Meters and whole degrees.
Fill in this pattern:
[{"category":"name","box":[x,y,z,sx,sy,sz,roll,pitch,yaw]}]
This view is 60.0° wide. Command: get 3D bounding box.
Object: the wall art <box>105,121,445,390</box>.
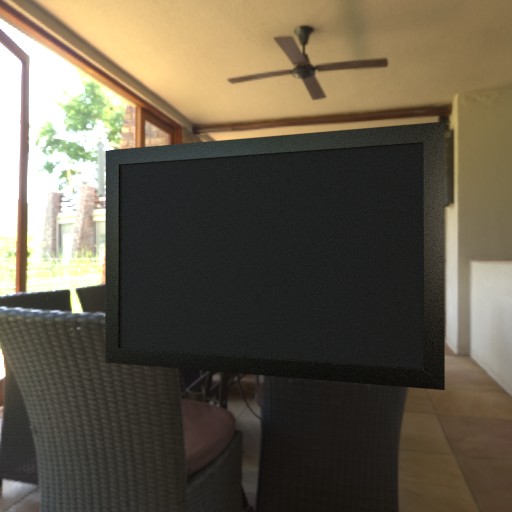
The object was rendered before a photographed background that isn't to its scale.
[{"category":"wall art","box":[0.000,0.000,0.841,0.660,0.447,0.013,0,0,17]}]
